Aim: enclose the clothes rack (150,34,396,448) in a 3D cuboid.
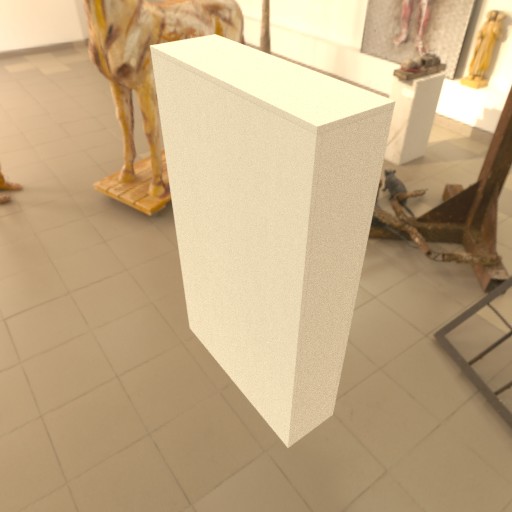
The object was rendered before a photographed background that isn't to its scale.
[{"bbox_3d":[0.000,0.000,1.576,0.250,1.280,0.750,-25,46,-27],"label":"clothes rack"}]
